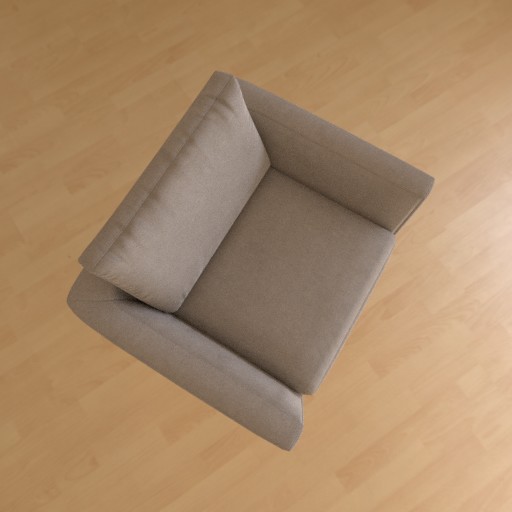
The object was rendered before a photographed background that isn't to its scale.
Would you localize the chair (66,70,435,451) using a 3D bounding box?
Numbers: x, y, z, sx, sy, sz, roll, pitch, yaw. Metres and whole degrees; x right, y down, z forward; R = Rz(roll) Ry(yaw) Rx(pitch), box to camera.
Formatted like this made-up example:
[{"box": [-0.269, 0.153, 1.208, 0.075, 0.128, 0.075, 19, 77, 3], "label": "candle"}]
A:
[{"box": [0.000, 0.000, 1.660, 0.889, 0.864, 1.041, 30, 77, 7], "label": "chair"}]
